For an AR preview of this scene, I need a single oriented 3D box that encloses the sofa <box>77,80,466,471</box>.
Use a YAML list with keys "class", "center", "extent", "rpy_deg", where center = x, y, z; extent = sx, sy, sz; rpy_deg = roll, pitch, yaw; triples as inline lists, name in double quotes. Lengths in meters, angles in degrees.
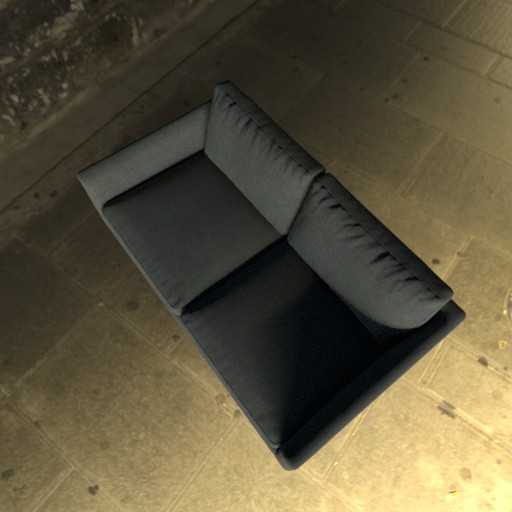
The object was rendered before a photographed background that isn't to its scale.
- class: "sofa"
  center: [0.000, 0.000, 2.467]
  extent: [1.091, 0.845, 1.909]
  rpy_deg: [-35, 68, -16]
